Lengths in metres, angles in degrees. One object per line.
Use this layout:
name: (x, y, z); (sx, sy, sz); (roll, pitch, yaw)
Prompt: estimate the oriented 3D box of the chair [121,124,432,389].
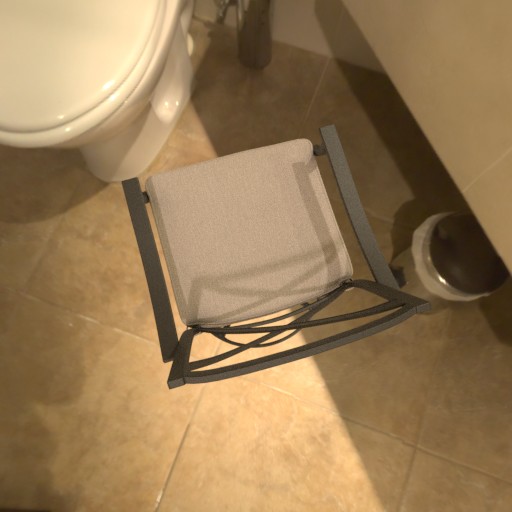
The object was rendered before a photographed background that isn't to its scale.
chair: (0.000, 0.000, 1.277); (0.575, 0.889, 0.620); (-16, 76, -4)
